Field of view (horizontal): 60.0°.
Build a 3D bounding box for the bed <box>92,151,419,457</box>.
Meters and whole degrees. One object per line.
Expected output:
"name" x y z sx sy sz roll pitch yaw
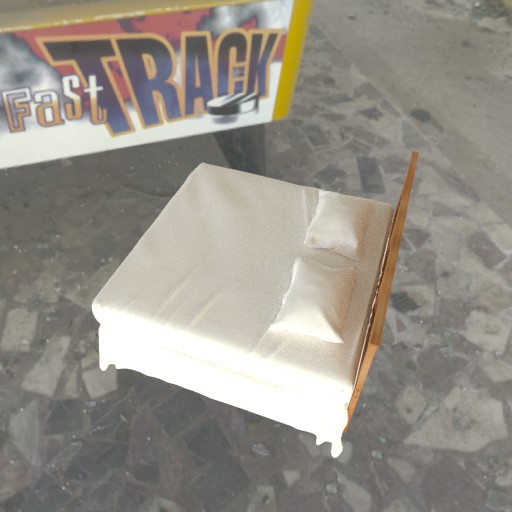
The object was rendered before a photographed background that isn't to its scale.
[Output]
"bed" 0.000 0.000 3.764 2.215 1.270 2.317 15 48 14
